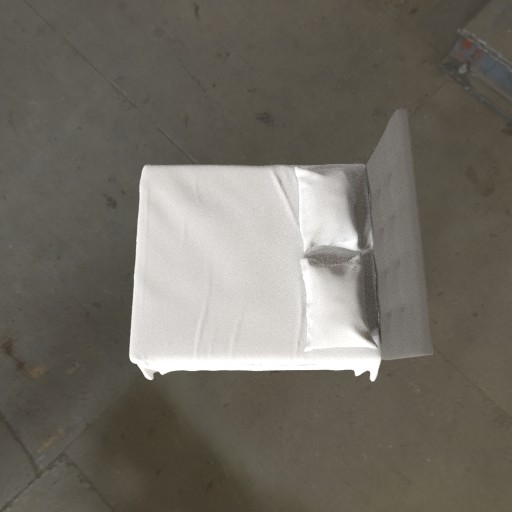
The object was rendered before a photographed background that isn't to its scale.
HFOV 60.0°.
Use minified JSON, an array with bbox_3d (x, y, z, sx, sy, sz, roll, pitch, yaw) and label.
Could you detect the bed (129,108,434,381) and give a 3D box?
[{"bbox_3d":[0.000,0.000,3.512,2.222,1.577,1.936,0,75,0],"label":"bed"}]
